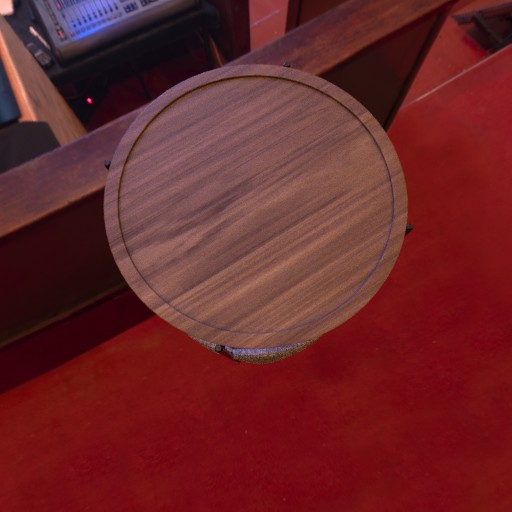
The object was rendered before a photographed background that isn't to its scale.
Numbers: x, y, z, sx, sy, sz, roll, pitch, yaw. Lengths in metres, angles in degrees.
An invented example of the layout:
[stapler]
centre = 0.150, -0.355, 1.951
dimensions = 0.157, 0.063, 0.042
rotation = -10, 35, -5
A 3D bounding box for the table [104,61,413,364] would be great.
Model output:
[table]
centre = 0.000, 0.000, 0.864
dimensions = 0.400, 0.623, 0.400
rotation = -31, 78, -8
